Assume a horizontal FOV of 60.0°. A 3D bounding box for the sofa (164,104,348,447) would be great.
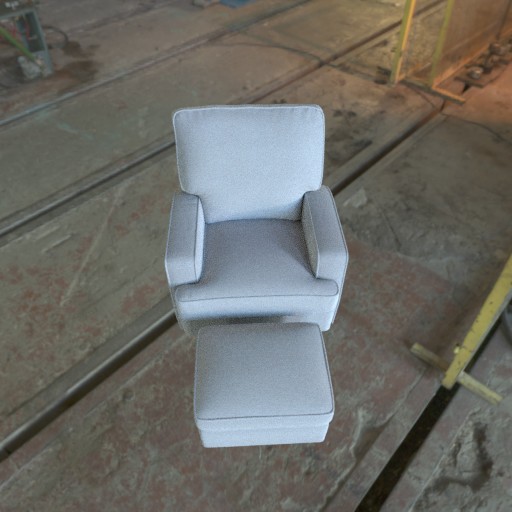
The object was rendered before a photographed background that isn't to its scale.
[{"bbox_3d":[0.000,0.000,2.108,0.861,0.959,1.472,-2,47,-2],"label":"sofa"}]
